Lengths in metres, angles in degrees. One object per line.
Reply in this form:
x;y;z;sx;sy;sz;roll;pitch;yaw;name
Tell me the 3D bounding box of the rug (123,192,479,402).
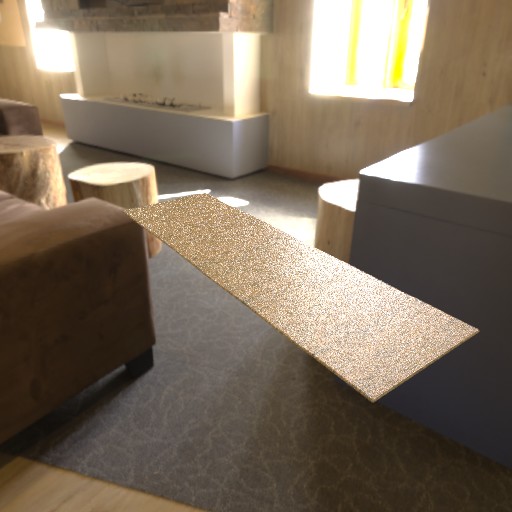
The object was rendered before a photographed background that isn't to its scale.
0.000;0.000;2.537;0.700;0.014;2.290;-18;32;-32;rug
